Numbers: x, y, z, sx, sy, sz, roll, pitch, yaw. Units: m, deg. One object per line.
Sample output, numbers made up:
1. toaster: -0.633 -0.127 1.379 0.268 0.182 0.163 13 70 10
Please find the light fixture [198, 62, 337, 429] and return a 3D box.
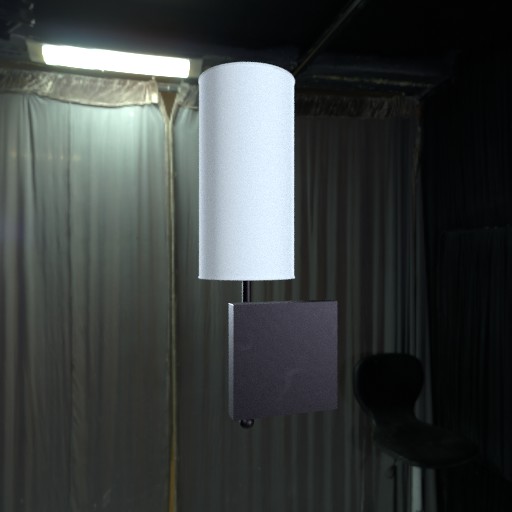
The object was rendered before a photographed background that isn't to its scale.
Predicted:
1. light fixture: 0.000 0.000 0.553 0.128 0.462 0.208 0 0 -18
